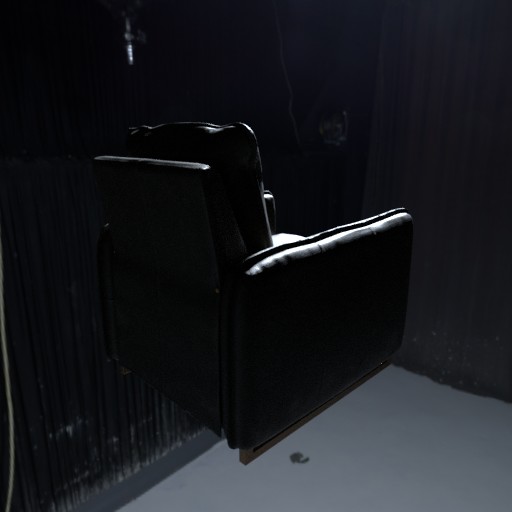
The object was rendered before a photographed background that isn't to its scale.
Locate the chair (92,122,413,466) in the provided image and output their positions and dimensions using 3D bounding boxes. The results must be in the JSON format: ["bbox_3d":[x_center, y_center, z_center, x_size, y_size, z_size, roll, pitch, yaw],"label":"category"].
[{"bbox_3d":[0.000,0.000,1.616,0.921,0.921,0.830,-15,21,-43],"label":"chair"}]
